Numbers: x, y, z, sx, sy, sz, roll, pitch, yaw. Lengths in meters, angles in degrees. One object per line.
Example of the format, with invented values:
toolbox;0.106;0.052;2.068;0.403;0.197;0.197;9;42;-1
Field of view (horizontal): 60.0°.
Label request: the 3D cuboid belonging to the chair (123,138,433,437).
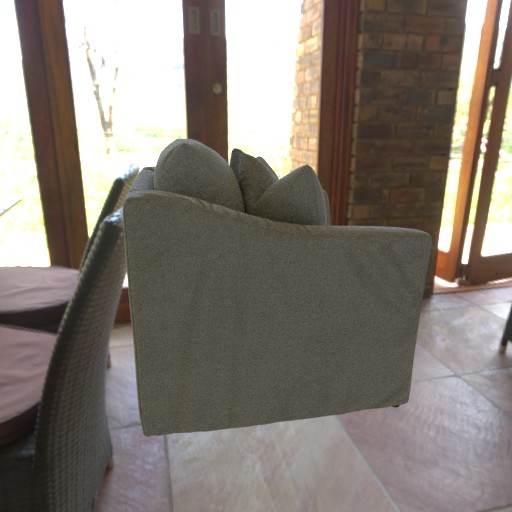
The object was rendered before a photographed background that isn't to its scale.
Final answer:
chair;0.000;0.000;2.073;1.071;1.059;1.194;-3;17;-11
